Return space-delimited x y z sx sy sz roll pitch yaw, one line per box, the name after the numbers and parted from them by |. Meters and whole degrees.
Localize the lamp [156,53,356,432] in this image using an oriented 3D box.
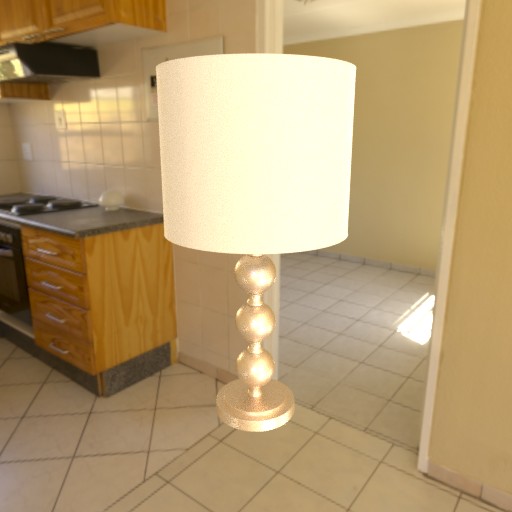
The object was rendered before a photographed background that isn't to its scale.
0.000 0.000 0.692 0.277 0.538 0.277 8 17 27 | lamp
